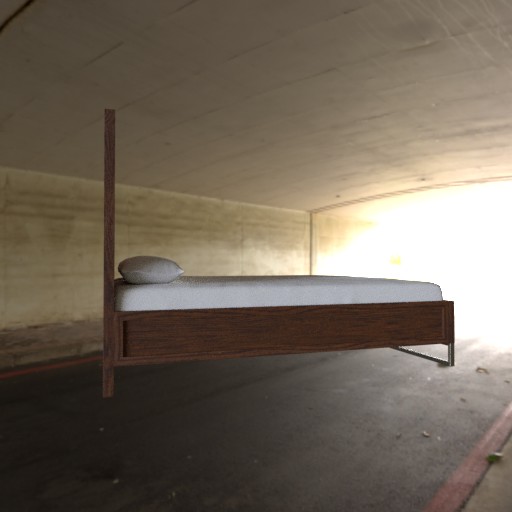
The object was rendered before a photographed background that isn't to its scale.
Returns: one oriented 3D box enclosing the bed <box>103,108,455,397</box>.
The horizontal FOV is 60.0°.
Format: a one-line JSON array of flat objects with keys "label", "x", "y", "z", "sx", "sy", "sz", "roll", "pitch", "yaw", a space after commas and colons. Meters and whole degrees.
[{"label": "bed", "x": 0.000, "y": 0.000, "z": 3.457, "sx": 2.218, "sy": 1.487, "sz": 1.765, "roll": 0, "pitch": -1, "yaw": -18}]
